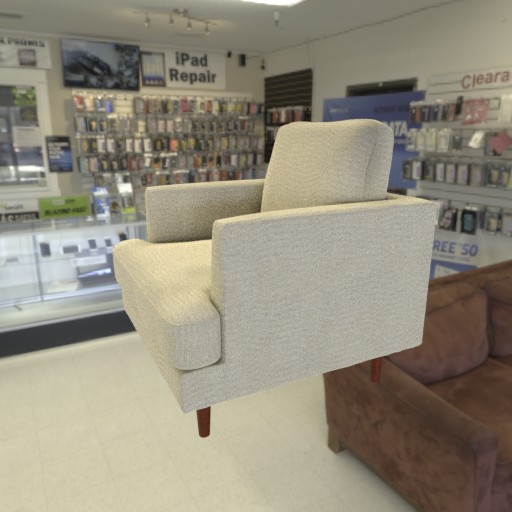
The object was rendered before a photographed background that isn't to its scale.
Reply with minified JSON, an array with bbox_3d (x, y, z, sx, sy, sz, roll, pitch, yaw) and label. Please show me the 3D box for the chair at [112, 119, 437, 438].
[{"bbox_3d":[0.000,0.000,1.624,0.899,0.957,0.858,-8,18,-26],"label":"chair"}]
